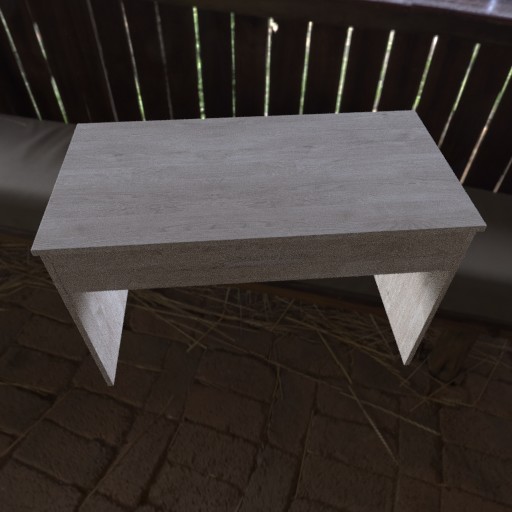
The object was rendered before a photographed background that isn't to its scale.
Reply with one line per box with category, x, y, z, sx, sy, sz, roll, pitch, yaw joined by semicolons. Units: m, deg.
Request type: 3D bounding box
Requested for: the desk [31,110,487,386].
desk;0.000;0.000;1.522;1.100;0.730;0.560;-3;47;-3
